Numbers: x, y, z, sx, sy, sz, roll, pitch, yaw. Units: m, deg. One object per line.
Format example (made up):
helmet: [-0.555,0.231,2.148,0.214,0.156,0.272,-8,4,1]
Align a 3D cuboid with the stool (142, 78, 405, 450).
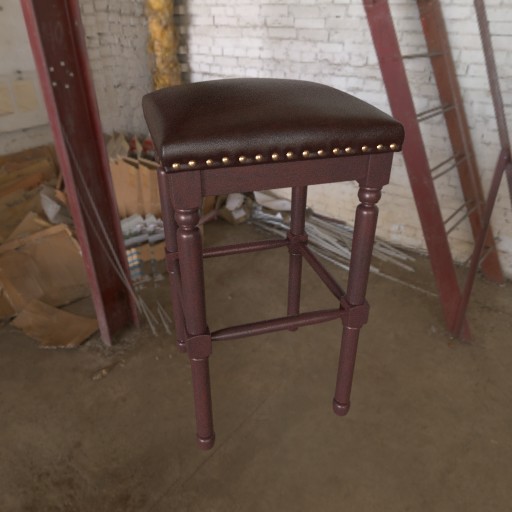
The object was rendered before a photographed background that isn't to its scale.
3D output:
stool: [0.000,0.000,0.945,0.382,0.702,0.383,-8,31,-14]
